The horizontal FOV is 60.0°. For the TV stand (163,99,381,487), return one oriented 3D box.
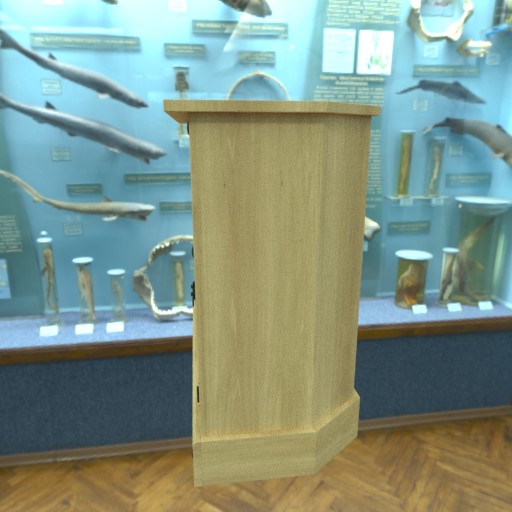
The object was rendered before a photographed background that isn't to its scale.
[{"bbox_3d":[0.000,0.000,1.267,0.425,0.781,0.851,-2,15,-8],"label":"TV stand"}]
